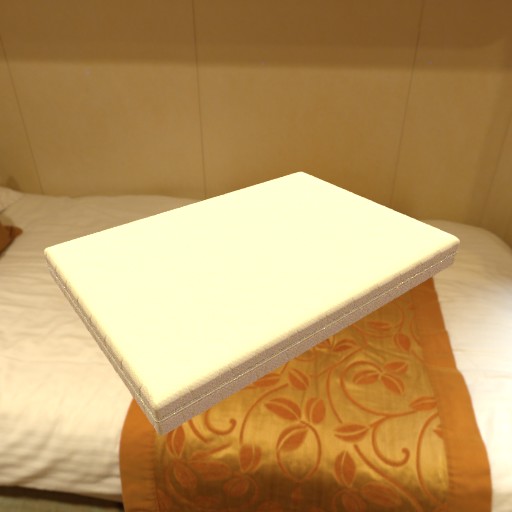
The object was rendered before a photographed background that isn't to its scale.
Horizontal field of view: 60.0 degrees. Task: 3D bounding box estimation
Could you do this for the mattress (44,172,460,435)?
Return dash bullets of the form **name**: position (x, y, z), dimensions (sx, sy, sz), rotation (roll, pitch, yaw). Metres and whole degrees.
- **mattress**: position (0.000, 0.000, 2.615), dimensions (2.000, 0.200, 1.400), rotation (-22, 38, -31)
